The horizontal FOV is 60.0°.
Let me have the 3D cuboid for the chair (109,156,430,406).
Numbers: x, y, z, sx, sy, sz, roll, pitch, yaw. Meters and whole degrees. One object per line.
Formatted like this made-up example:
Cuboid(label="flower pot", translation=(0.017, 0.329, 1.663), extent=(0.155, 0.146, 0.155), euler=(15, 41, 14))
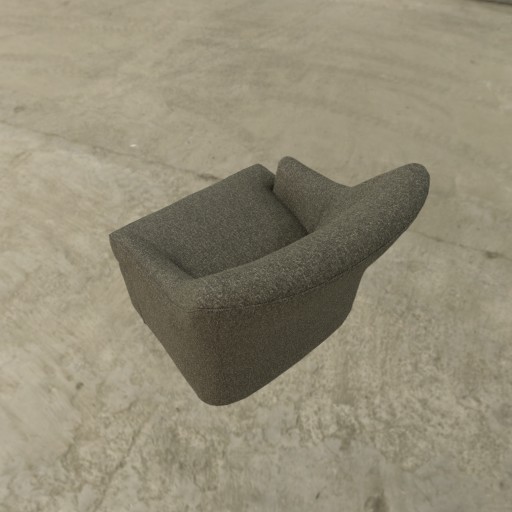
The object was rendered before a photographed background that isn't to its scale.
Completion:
Cuboid(label="chair", translation=(0.000, 0.000, 1.640), extent=(0.864, 0.856, 0.923), euler=(-31, 54, -26))
